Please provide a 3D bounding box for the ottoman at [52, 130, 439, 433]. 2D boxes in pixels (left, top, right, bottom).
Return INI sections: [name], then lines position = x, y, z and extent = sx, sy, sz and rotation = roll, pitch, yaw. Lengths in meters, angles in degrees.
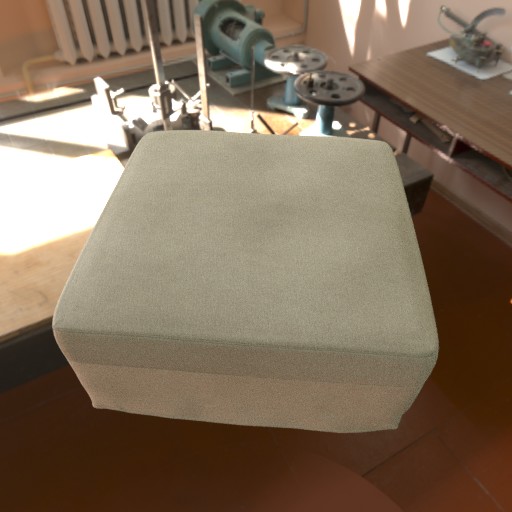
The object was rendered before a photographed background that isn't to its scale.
[ottoman]
position = 0.000, 0.000, 1.308
extent = 0.842, 0.441, 0.843
rotation = 3, 46, 3
